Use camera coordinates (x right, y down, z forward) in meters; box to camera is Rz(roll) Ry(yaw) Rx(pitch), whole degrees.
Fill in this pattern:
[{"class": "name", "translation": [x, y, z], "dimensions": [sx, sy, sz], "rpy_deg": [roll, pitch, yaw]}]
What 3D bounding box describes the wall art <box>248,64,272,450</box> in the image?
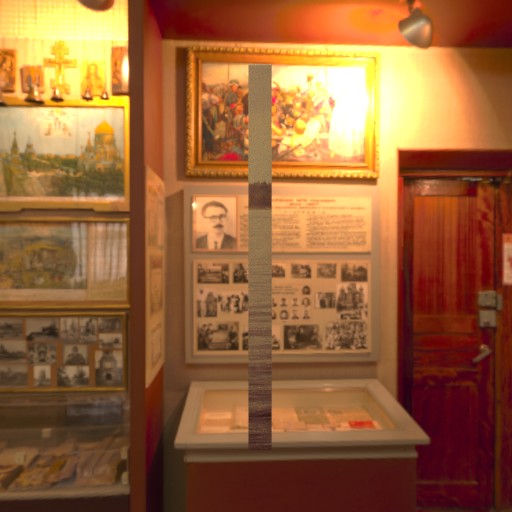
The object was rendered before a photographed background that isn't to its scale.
[{"class": "wall art", "translation": [0.000, 0.000, 1.155], "dimensions": [0.037, 0.609, 0.916], "rpy_deg": [0, 0, -1]}]
